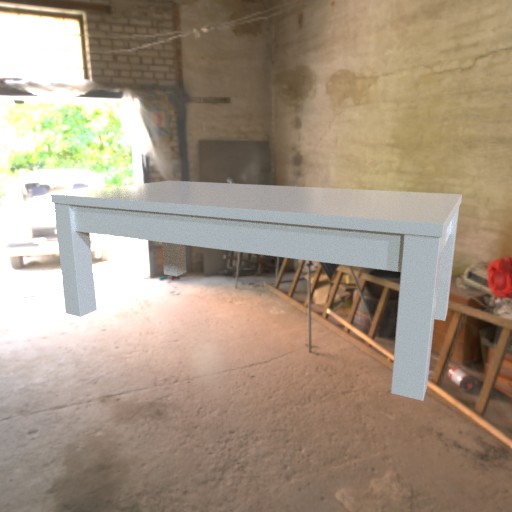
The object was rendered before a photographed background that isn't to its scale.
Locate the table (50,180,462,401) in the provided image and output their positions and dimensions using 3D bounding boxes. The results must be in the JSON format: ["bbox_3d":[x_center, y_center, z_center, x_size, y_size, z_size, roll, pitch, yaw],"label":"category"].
[{"bbox_3d":[0.000,0.000,1.694,1.350,0.470,0.700,7,16,27],"label":"table"}]
